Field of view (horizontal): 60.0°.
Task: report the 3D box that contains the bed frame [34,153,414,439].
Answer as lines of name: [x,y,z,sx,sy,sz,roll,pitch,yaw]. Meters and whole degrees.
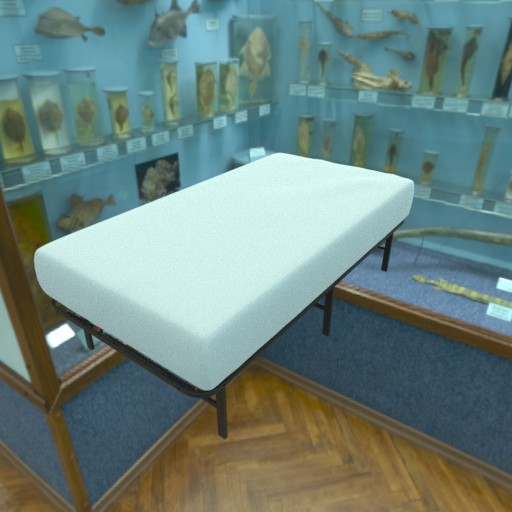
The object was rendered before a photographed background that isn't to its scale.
bed frame: [0.000,0.000,2.420,1.025,0.640,1.908,20,35,32]
